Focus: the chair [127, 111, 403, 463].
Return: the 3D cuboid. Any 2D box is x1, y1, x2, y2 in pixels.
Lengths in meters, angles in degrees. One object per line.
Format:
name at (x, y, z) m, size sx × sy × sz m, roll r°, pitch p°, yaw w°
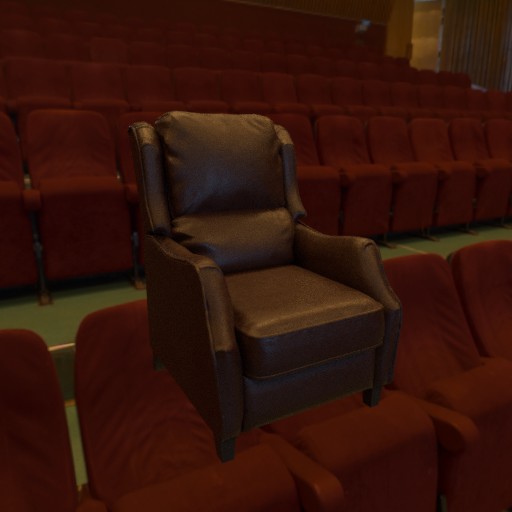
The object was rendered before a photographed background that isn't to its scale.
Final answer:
chair at (0.000, 0.000, 1.782) m, size 0.770 × 1.132 × 0.982 m, roll -8°, pitch 17°, yaw -28°
